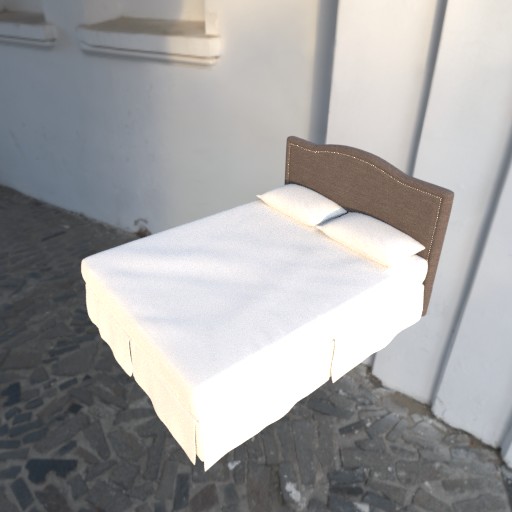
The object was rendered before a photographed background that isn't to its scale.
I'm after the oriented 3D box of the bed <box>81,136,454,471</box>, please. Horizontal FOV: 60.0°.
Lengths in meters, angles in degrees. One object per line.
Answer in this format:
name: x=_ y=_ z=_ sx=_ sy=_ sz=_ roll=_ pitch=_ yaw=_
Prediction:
bed: x=0.000 y=0.000 z=4.046 sx=2.689 sy=1.457 sz=2.161 roll=-23 pitch=38 yaw=-32
